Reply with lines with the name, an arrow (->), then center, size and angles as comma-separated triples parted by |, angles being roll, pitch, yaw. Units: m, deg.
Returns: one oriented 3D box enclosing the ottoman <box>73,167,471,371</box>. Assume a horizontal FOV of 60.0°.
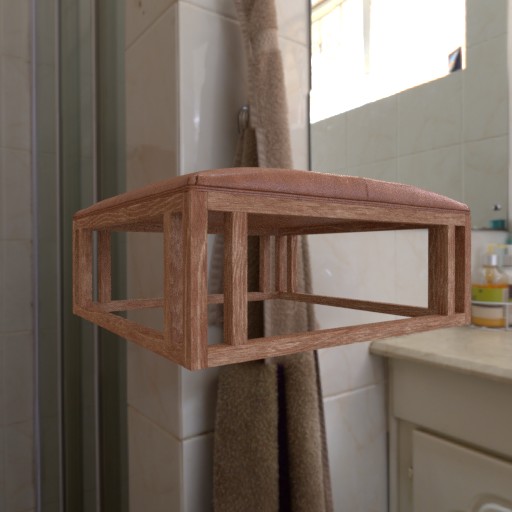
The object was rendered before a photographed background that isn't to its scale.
ottoman -> 0.000, 0.000, 1.569 | 1.013, 0.442, 1.016 | 0, 1, -35
